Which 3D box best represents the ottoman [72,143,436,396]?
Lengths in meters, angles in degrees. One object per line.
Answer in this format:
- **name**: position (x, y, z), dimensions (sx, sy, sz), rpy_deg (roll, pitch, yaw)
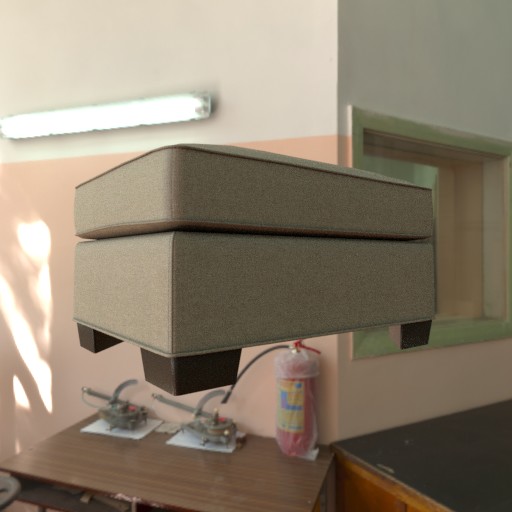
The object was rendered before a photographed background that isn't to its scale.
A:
- **ottoman**: position (0.000, 0.000, 1.256), dimensions (0.843, 0.504, 0.619), rpy_deg (0, -1, -37)
